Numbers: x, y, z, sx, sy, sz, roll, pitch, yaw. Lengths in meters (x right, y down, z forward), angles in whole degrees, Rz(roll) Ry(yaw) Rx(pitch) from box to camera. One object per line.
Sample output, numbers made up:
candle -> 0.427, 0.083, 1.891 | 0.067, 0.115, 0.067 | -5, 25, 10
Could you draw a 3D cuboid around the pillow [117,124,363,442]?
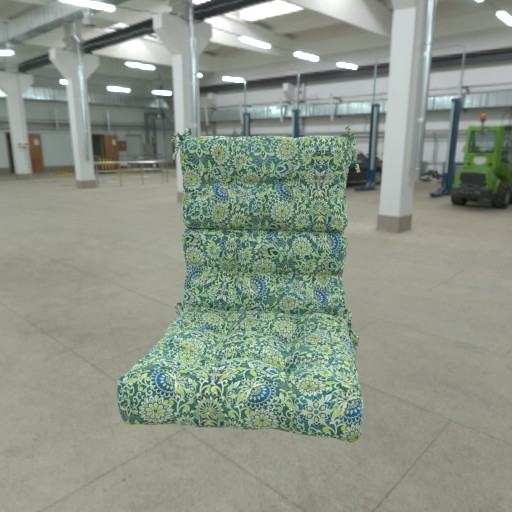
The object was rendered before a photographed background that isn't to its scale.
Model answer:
pillow -> 0.000, 0.000, 1.037 | 0.519, 0.605, 0.571 | 2, 14, 8
